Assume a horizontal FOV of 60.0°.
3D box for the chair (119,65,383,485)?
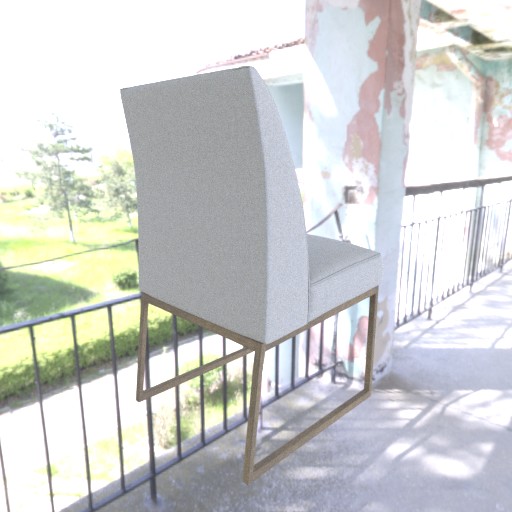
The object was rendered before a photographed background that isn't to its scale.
[{"bbox_3d":[0.000,0.000,1.209,0.522,0.863,0.508,-13,19,-43],"label":"chair"}]
